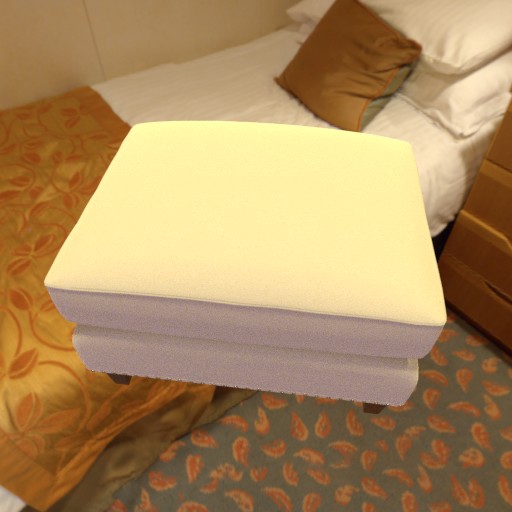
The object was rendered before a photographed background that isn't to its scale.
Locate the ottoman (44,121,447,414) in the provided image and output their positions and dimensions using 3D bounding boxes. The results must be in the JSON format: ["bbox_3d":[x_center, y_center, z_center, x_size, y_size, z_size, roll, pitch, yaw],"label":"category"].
[{"bbox_3d":[0.000,0.000,1.104,0.741,0.513,0.584,5,48,5],"label":"ottoman"}]
